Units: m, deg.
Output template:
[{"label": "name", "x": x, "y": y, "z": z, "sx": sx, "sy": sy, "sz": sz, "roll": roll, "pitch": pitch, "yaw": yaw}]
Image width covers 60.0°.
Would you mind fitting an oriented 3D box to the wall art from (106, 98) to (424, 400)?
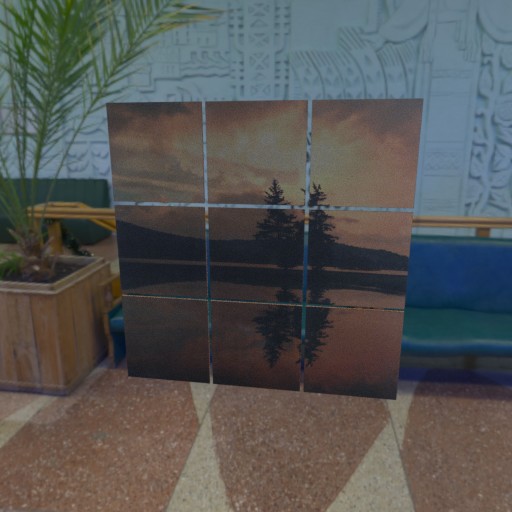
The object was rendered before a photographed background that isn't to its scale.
[{"label": "wall art", "x": 0.000, "y": 0.000, "z": 2.299, "sx": 1.520, "sy": 1.525, "sz": 0.013, "roll": 2, "pitch": 15, "yaw": 9}]
